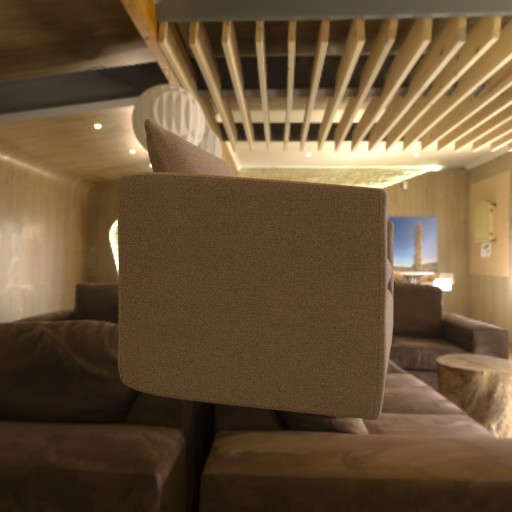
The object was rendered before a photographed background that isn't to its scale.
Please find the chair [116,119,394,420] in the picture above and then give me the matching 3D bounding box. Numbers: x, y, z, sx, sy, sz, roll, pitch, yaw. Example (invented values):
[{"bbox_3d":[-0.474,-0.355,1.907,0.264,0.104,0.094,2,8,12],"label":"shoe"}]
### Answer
[{"bbox_3d":[0.000,0.000,1.553,0.910,0.848,0.845,0,-1,18],"label":"chair"}]
